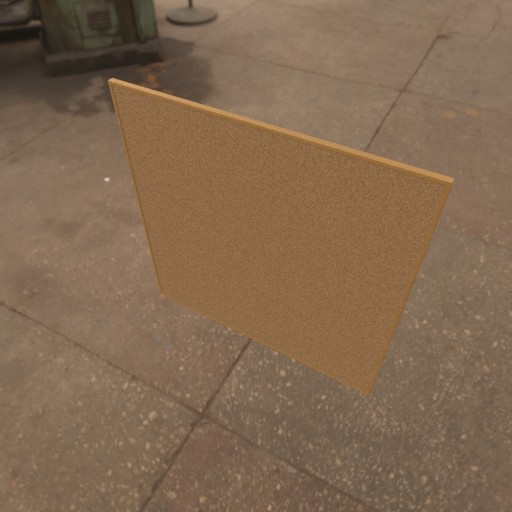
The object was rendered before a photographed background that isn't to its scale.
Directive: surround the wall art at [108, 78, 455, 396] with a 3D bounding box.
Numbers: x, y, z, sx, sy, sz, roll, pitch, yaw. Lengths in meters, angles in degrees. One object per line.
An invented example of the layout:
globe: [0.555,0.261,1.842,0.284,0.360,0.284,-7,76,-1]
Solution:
wall art: [0.000,0.000,0.988,0.657,0.655,0.014,23,50,20]
